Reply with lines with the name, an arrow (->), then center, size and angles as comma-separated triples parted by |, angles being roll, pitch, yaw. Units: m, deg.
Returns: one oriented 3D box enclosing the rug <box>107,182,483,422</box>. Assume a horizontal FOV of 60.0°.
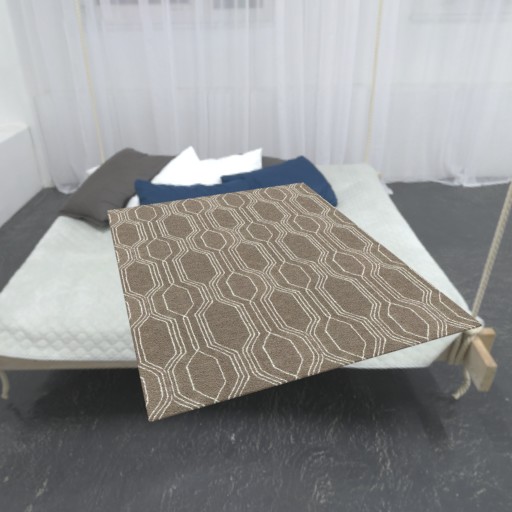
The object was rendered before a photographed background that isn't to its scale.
rug -> 0.000, 0.000, 4.149 | 2.457, 0.012, 3.062 | -11, 32, -18
